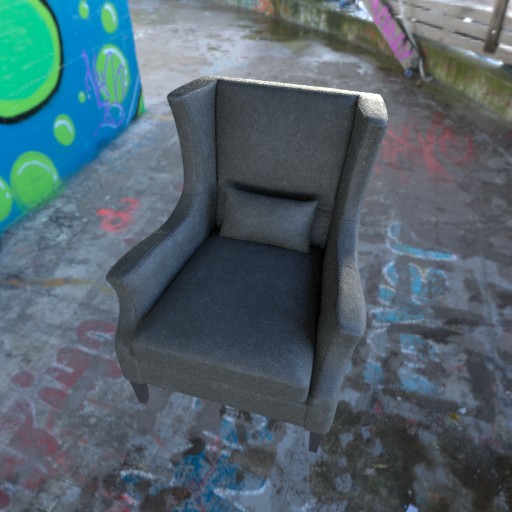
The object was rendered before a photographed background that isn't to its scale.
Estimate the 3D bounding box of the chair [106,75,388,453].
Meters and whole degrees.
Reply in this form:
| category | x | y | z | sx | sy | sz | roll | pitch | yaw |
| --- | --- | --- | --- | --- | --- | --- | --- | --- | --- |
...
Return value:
| category | x | y | z | sx | sy | sz | roll | pitch | yaw |
| --- | --- | --- | --- | --- | --- | --- | --- | --- | --- |
| chair | 0.000 | 0.000 | 1.662 | 0.853 | 1.016 | 0.926 | 11 | 43 | 12 |
